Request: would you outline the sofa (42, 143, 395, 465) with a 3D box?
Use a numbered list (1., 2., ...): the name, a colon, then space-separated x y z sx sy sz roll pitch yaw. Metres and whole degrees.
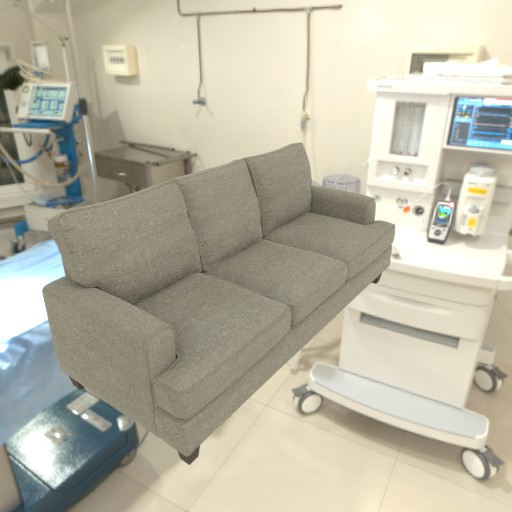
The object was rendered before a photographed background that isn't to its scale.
1. sofa: 0.000 0.000 2.625 0.951 0.965 2.158 18 31 33
